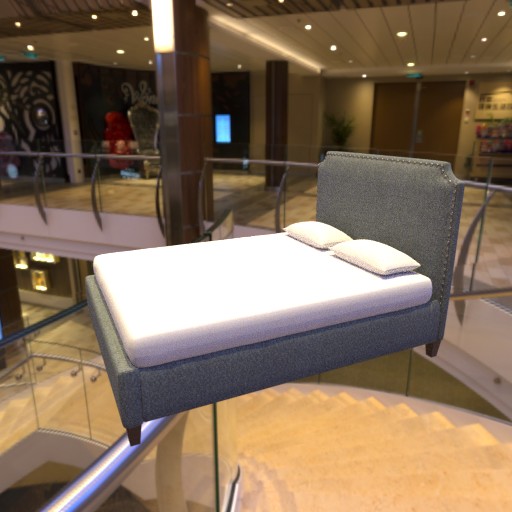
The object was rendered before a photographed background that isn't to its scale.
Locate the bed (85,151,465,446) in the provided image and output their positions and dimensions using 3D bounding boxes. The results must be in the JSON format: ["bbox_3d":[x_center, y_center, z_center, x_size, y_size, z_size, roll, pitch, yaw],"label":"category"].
[{"bbox_3d":[0.000,0.000,3.392,2.372,1.443,1.712,-8,18,-25],"label":"bed"}]
